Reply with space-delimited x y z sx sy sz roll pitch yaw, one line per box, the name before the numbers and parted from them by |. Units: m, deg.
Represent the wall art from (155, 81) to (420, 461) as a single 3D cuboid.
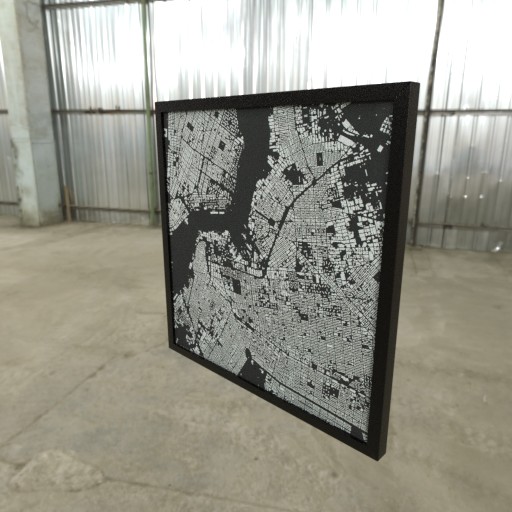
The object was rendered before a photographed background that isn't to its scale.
wall art | 0.000 0.000 1.108 0.755 0.761 0.038 14 21 42
